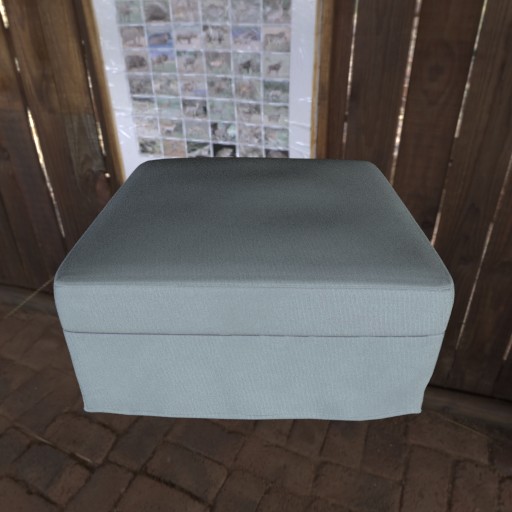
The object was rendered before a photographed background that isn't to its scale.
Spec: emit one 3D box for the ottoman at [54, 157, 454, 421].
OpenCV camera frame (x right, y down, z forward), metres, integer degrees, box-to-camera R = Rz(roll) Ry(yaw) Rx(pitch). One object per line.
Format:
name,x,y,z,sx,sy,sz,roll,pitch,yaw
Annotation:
ottoman,0.000,0.000,1.313,0.842,0.441,0.843,0,30,1
